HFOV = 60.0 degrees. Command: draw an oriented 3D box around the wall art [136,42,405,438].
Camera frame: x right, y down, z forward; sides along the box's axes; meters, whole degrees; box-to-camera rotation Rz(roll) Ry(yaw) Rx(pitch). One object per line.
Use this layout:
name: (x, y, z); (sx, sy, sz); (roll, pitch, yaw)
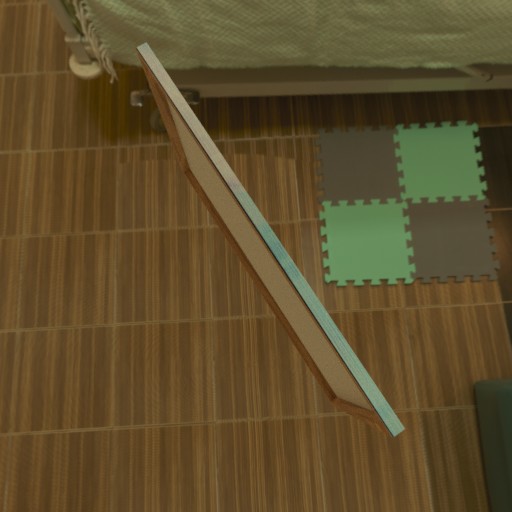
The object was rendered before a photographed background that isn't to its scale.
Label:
wall art: (0.000, 0.000, 0.756); (0.018, 0.402, 0.604); (-32, 78, -7)
